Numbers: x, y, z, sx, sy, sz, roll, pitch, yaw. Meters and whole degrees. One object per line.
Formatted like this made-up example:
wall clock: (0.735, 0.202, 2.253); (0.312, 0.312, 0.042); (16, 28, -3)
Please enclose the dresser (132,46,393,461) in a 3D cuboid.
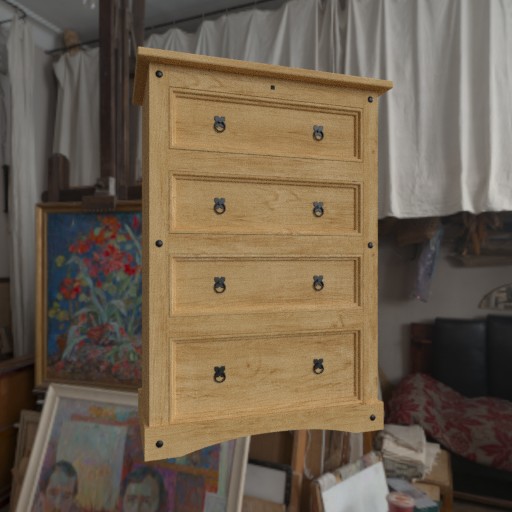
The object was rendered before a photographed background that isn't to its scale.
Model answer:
dresser: (0.000, 0.000, 1.733); (0.915, 1.300, 0.485); (0, 0, -17)
